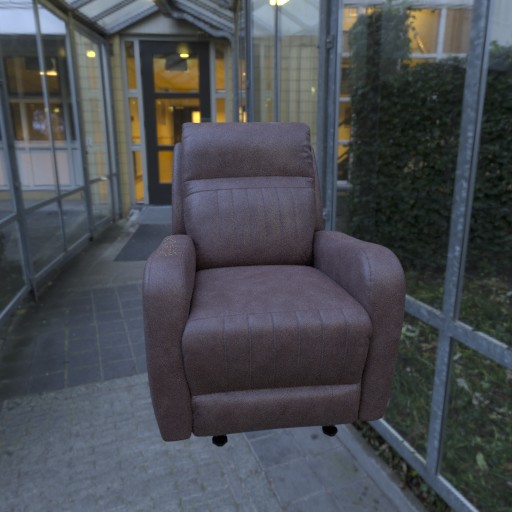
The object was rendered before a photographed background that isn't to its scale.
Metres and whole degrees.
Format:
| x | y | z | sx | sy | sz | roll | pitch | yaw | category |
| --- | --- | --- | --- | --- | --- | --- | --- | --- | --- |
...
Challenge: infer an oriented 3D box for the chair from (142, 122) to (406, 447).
| x | y | z | sx | sy | sz | roll | pitch | yaw | category |
| --- | --- | --- | --- | --- | --- | --- | --- | --- | --- |
| 0.000 | 0.000 | 1.803 | 0.865 | 1.067 | 1.067 | -2 | 15 | -7 | chair |
